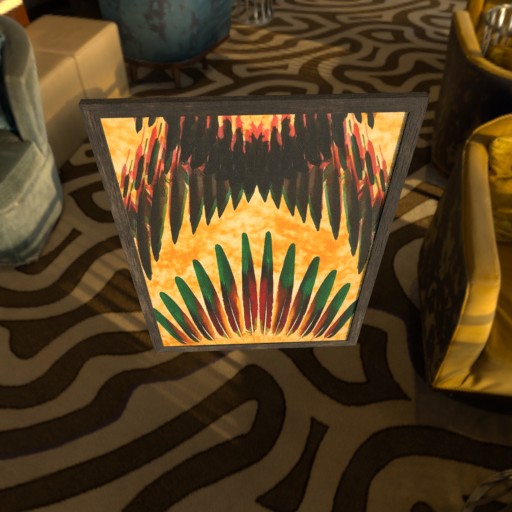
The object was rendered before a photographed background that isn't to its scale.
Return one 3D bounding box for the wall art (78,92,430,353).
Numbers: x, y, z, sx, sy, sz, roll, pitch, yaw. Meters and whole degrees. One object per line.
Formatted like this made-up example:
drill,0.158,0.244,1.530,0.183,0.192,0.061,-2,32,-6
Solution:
wall art,0.000,0.000,1.418,0.812,1.066,0.029,-2,46,-2
